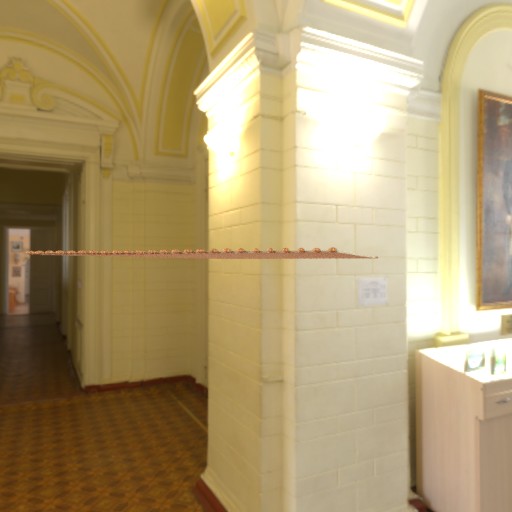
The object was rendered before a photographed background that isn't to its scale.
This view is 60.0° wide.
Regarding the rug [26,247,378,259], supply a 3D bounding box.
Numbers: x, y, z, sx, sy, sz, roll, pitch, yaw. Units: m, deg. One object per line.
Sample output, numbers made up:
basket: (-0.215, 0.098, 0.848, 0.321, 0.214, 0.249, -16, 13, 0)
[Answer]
rug: (0.000, 0.000, 2.545, 1.232, 0.017, 2.092, 0, -1, 19)
